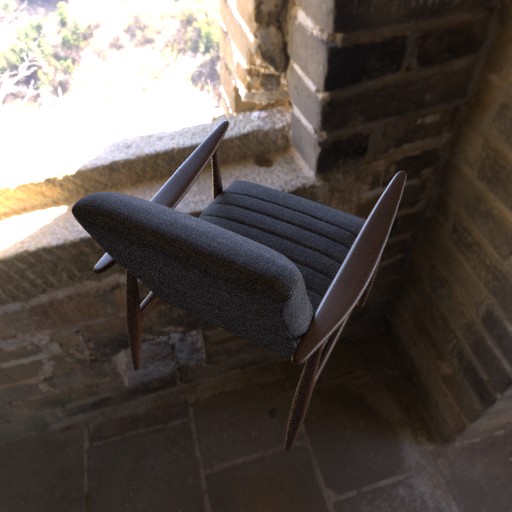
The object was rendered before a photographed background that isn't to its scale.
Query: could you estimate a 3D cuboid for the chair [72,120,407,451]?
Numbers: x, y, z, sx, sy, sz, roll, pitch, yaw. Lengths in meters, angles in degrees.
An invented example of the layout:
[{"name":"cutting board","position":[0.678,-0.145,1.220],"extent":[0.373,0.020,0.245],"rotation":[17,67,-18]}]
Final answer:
[{"name":"chair","position":[0.000,0.000,1.438],"extent":[0.741,0.832,0.798],"rotation":[21,51,18]}]
